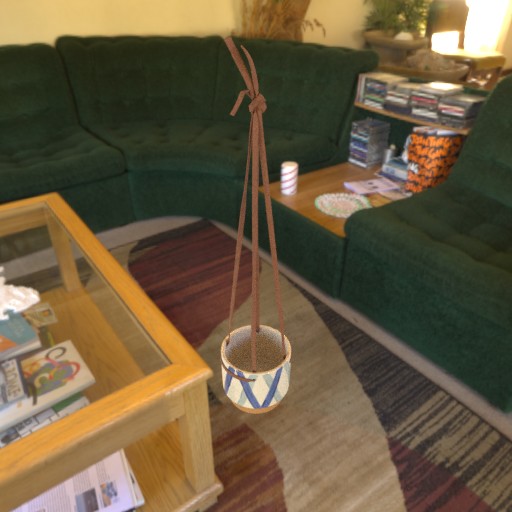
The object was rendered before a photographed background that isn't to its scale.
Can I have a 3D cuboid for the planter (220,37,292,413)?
[{"bbox_3d":[0.000,0.000,0.835,0.153,0.753,0.157,21,38,30],"label":"planter"}]
